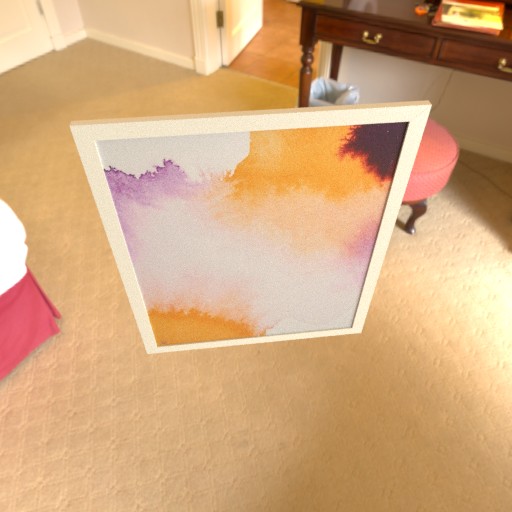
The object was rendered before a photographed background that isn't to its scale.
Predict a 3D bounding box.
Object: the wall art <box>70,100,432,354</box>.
[{"bbox_3d":[0.000,0.000,0.792,0.482,0.557,0.012,-5,47,-4],"label":"wall art"}]
